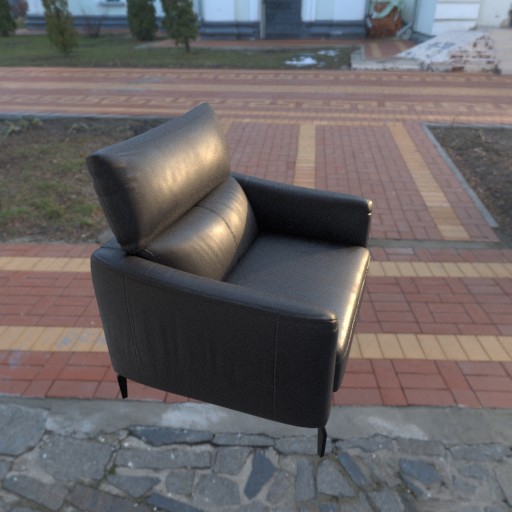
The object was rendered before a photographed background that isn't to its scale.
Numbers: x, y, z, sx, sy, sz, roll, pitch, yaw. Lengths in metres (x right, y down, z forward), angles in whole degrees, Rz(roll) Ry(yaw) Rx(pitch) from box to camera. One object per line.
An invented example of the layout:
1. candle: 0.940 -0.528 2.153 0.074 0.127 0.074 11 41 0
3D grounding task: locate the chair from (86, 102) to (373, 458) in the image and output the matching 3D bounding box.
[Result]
1. chair: 0.000 0.000 1.685 0.809 0.949 0.976 10 31 17
